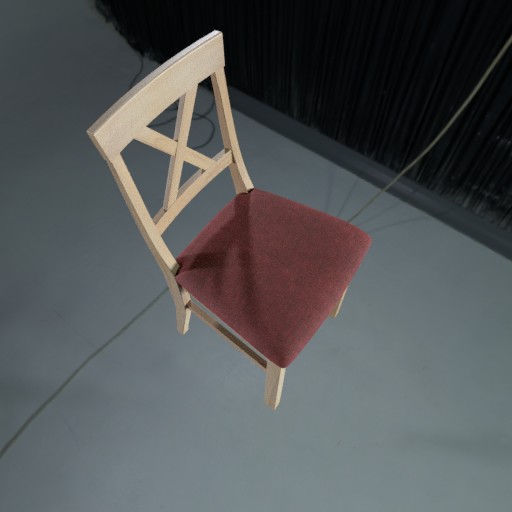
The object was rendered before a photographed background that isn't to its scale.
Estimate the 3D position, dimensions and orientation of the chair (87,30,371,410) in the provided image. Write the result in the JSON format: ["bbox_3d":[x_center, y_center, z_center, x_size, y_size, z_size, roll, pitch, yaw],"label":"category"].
[{"bbox_3d":[0.000,0.000,1.173,0.492,0.912,0.439,31,63,17],"label":"chair"}]
